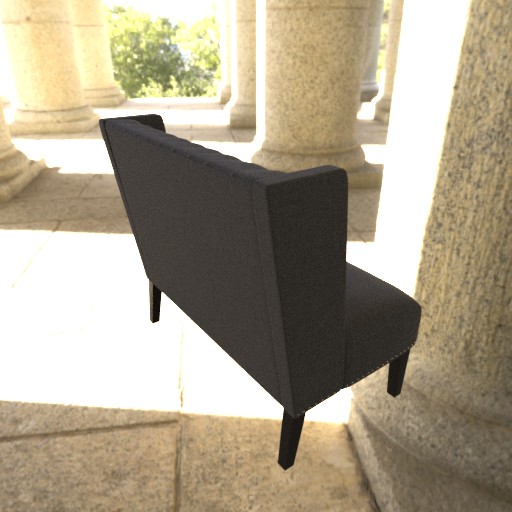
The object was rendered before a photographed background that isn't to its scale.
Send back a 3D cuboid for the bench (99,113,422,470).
[{"bbox_3d":[0.000,0.000,2.003,0.842,1.121,1.276,-18,31,-32],"label":"bench"}]
